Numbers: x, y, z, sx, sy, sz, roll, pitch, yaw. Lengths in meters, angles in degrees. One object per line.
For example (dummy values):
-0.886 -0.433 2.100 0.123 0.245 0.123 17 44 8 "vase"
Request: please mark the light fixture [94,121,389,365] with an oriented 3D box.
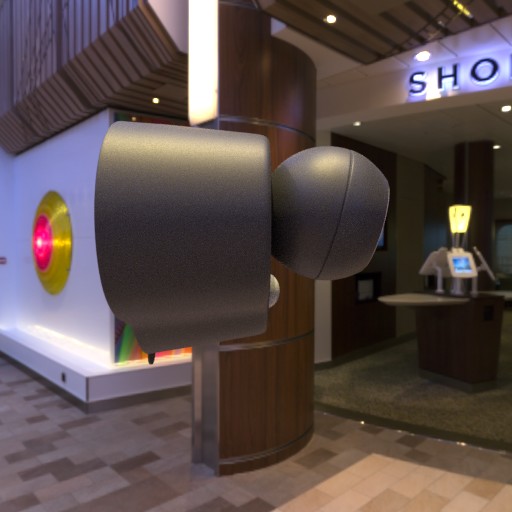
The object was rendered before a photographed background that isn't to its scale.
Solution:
0.000 0.000 0.324 0.159 0.159 0.229 0 1 1 "light fixture"
